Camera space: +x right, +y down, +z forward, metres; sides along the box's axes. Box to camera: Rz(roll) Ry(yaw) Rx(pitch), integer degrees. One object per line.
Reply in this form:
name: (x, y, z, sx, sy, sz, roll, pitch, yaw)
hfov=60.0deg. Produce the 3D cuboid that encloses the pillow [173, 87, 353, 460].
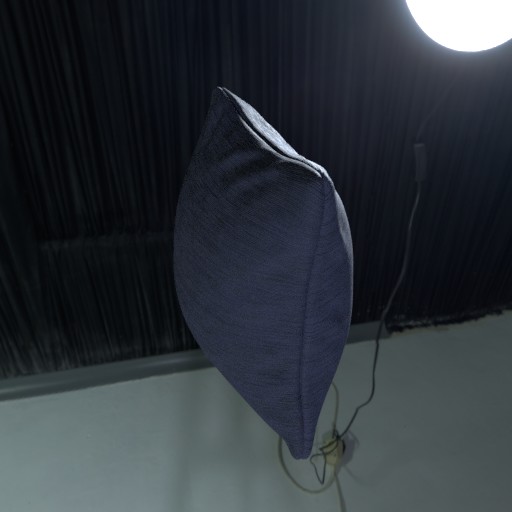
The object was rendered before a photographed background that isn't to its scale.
pillow: (0.000, 0.000, 0.671, 0.246, 0.414, 0.432, -9, 33, -14)
